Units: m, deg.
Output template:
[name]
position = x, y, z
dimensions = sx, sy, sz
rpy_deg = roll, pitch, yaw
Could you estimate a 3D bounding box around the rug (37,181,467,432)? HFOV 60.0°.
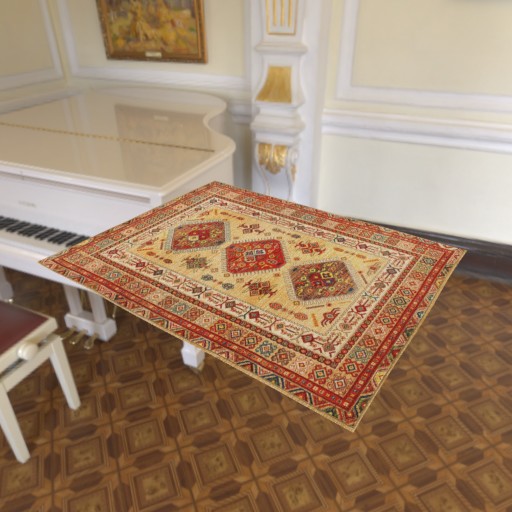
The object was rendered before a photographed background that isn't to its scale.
[rug]
position = 0.000, 0.000, 4.033
dimensions = 3.067, 0.005, 2.460
rpy_deg = 20, 36, 30
